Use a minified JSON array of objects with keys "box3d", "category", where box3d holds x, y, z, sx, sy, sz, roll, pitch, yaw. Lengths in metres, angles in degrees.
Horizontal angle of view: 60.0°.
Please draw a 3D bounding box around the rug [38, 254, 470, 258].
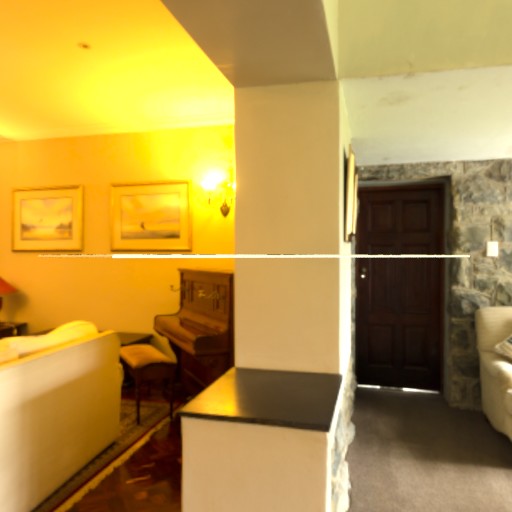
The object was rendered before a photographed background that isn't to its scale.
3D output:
[{"box3d":[0.000,0.000,2.783,2.275,0.014,1.514,0,0,-35],"category":"rug"}]
